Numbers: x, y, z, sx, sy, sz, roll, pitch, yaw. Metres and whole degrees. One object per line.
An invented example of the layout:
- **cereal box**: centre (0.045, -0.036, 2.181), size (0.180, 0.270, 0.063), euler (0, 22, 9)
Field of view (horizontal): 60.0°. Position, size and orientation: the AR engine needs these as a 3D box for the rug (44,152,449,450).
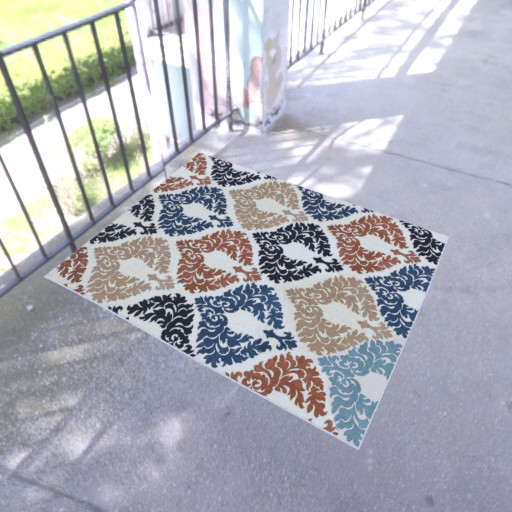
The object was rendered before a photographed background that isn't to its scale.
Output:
- **rug**: centre (0.000, 0.000, 4.206), size (3.040, 0.014, 2.423), euler (23, 49, 21)
